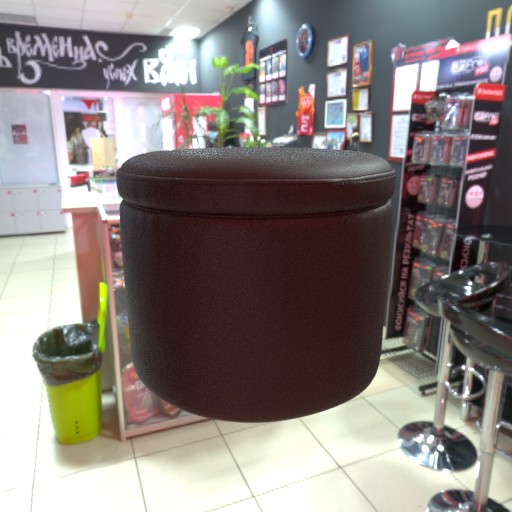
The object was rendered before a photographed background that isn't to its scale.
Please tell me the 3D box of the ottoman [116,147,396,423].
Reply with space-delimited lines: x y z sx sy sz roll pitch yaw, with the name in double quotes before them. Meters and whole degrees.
"ottoman" 0.000 0.000 0.867 0.500 0.409 0.500 0 15 0
